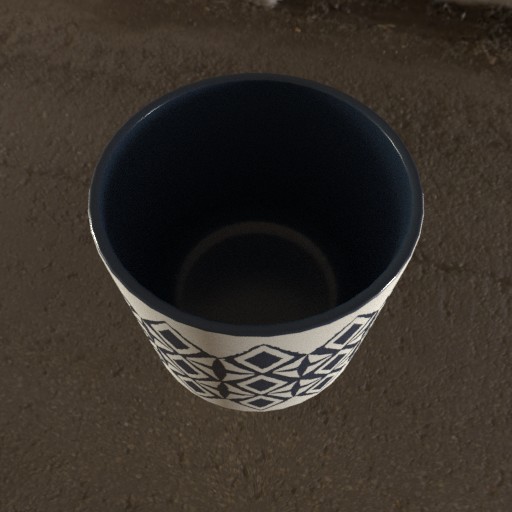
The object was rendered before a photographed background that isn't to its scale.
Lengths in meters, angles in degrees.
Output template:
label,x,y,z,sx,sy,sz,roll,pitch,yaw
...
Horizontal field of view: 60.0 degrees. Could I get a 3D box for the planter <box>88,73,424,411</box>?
label,x,y,z,sx,sy,sz,roll,pitch,yaw
planter,0.000,0.000,0.273,0.159,0.144,0.159,0,59,0
